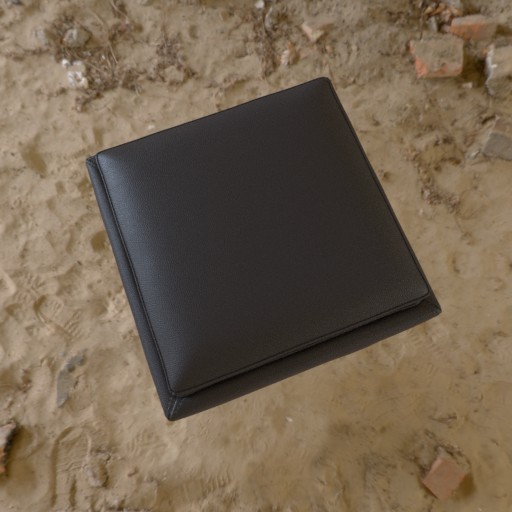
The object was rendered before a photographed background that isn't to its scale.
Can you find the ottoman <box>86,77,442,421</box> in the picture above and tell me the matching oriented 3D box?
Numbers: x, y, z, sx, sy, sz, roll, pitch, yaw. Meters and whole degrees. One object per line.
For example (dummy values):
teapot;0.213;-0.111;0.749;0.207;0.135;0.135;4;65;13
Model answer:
ottoman;0.000;0.000;0.839;0.451;0.460;0.450;-20;77;-5
